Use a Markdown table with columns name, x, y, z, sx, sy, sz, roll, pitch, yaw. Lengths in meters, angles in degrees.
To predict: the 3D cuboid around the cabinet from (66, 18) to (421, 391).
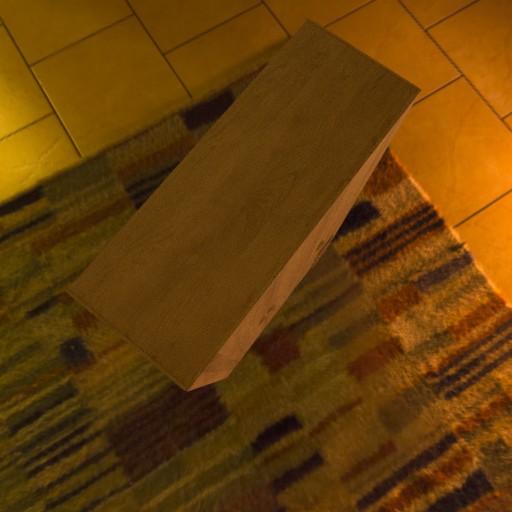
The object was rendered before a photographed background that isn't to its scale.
| name | x | y | z | sx | sy | sz | roll | pitch | yaw |
| --- | --- | --- | --- | --- | --- | --- | --- | --- | --- |
| cabinet | 0.000 | 0.000 | 2.398 | 0.510 | 1.910 | 1.290 | 37 | 79 | 9 |
